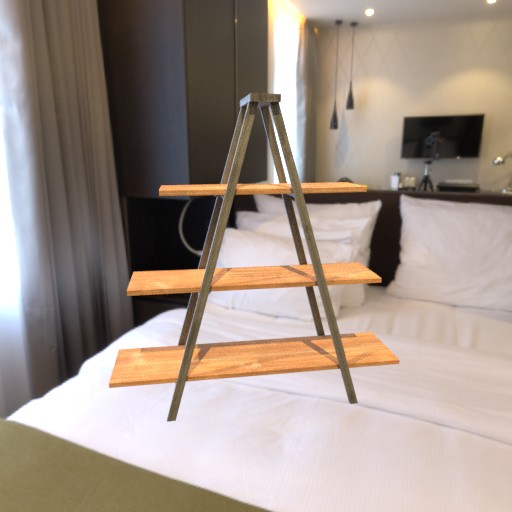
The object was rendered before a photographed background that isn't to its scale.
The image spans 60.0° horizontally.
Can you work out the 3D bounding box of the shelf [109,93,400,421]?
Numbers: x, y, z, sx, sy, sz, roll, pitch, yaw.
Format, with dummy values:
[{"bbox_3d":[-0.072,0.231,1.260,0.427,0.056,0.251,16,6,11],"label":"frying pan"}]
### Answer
[{"bbox_3d":[0.000,0.000,2.668,1.746,1.808,0.508,-2,15,-9],"label":"shelf"}]
